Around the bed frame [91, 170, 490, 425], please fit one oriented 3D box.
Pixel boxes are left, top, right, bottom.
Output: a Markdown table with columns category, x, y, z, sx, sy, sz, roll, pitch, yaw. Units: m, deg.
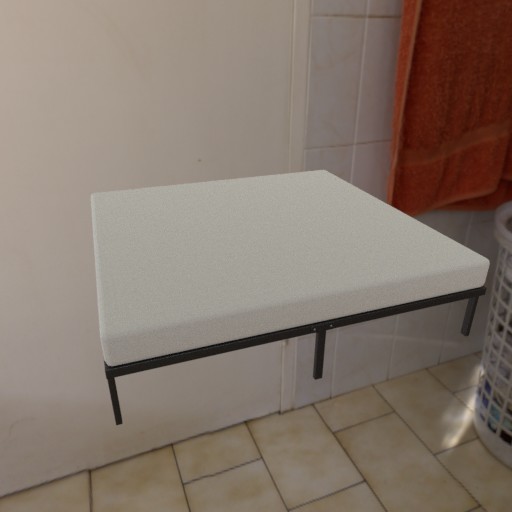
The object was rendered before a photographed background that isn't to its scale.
| category | x | y | z | sx | sy | sz | roll | pitch | yaw |
| --- | --- | --- | --- | --- | --- | --- | --- | --- | --- |
| bed frame | 0.000 | 0.000 | 3.896 | 2.635 | 0.680 | 2.526 | -9 | 28 | -17 |
